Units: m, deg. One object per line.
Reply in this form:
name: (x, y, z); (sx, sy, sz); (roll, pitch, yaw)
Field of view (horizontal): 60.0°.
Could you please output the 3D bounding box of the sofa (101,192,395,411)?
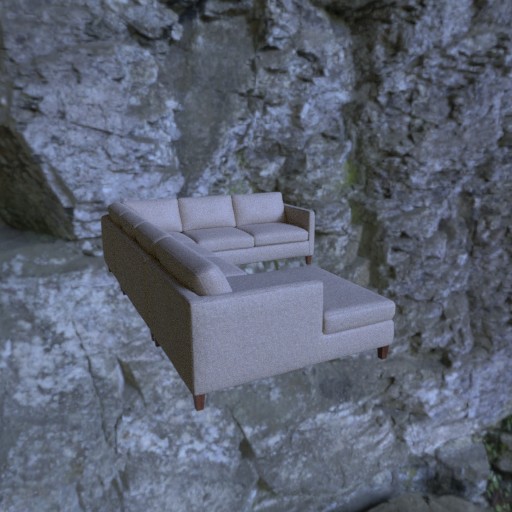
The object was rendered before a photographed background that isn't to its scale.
sofa: (0.000, 0.000, 4.510); (2.551, 0.889, 3.403); (-7, 16, -26)
